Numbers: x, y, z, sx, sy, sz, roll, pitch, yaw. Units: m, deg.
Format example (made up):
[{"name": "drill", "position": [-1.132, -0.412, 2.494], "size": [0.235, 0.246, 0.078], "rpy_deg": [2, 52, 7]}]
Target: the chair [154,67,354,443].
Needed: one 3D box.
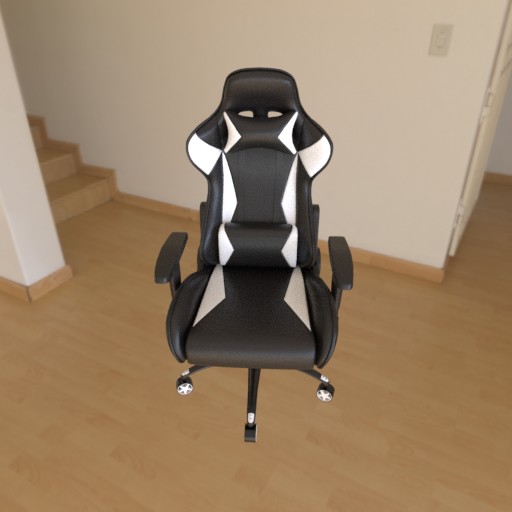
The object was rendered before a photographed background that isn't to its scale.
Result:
[{"name": "chair", "position": [0.000, 0.000, 1.710], "size": [0.730, 1.285, 0.695], "rpy_deg": [2, 30, 3]}]
